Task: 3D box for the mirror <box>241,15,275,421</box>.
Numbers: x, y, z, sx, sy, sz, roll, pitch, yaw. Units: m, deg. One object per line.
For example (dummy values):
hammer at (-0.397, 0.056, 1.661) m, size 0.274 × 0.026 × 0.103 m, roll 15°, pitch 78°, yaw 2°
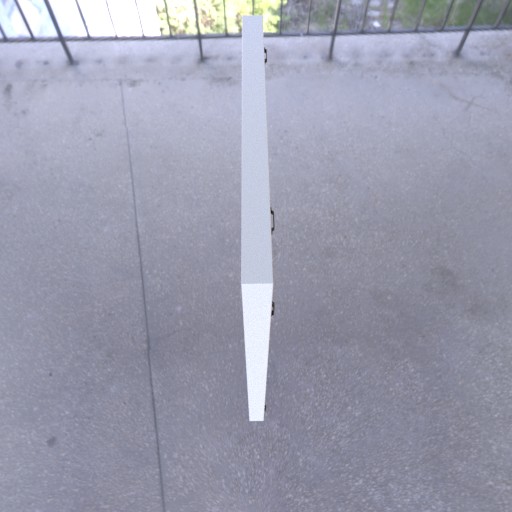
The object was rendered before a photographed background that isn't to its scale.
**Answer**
mirror at (0.000, 0.000, 0.910) m, size 0.039 × 0.710 × 0.507 m, roll -1°, pitch 58°, yaw 0°
